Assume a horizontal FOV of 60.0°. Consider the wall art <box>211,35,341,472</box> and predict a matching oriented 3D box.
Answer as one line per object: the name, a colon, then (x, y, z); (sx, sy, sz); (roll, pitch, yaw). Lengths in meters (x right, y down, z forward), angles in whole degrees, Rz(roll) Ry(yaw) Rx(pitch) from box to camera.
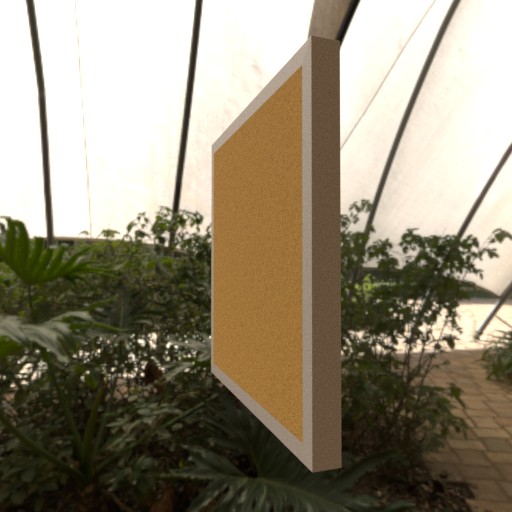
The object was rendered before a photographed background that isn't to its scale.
wall art: (0.000, 0.000, 1.933); (0.098, 1.291, 1.289); (0, -1, -19)
